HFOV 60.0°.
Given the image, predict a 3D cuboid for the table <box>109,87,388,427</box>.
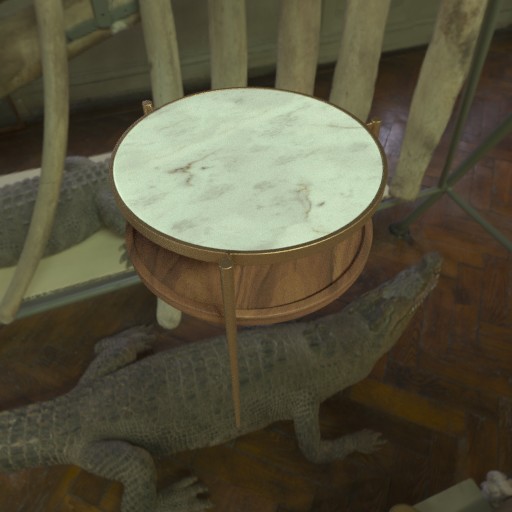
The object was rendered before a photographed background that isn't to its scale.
[{"bbox_3d":[0.000,0.000,0.866,0.456,0.493,0.430,-17,50,-15],"label":"table"}]
